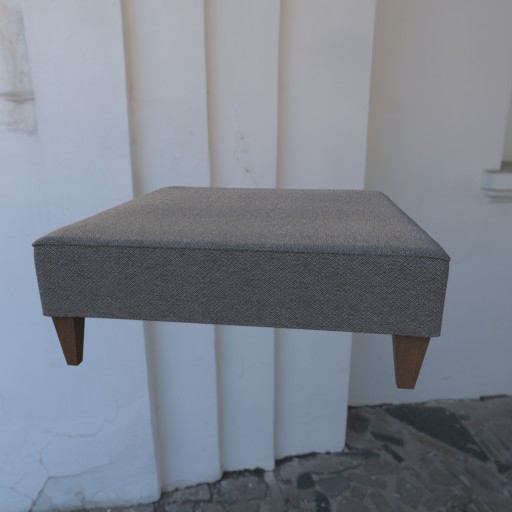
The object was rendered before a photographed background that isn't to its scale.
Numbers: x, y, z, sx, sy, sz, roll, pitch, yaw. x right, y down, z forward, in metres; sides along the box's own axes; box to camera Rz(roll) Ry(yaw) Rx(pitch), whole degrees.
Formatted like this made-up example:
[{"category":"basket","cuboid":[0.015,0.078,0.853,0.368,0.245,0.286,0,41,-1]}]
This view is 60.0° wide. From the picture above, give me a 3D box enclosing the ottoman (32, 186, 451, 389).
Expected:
[{"category":"ottoman","cuboid":[0.000,0.000,1.493,0.970,0.378,0.981,2,16,7]}]
